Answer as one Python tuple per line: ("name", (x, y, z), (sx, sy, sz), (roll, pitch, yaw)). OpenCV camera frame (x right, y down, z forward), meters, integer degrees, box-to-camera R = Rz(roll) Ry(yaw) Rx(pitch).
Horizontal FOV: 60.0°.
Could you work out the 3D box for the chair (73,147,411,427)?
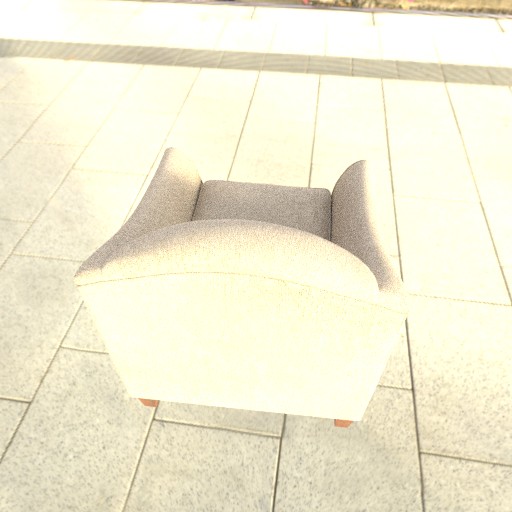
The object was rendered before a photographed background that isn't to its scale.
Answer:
("chair", (0.000, 0.000, 1.445), (0.763, 0.839, 0.787), (5, 48, 4))
